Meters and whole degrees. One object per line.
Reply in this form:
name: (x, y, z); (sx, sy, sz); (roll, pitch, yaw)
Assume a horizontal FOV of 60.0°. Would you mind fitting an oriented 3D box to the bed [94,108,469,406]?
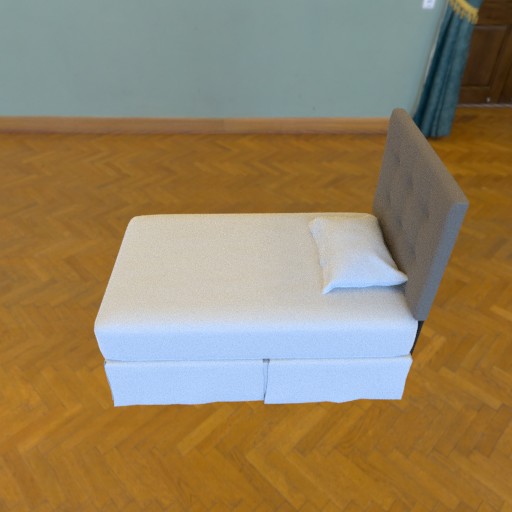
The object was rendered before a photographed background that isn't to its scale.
bed: (0.000, 0.000, 2.962); (1.997, 1.571, 1.261); (-1, 40, -1)
